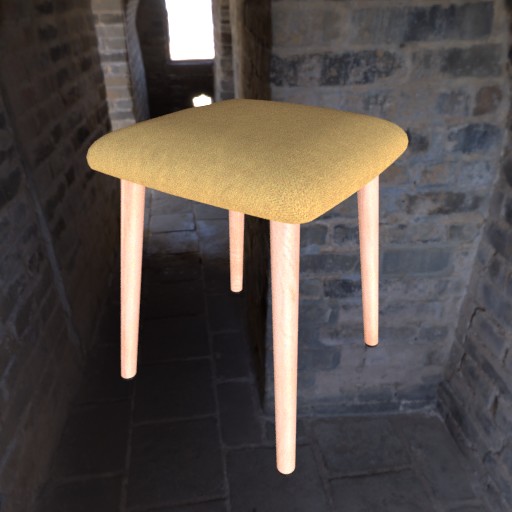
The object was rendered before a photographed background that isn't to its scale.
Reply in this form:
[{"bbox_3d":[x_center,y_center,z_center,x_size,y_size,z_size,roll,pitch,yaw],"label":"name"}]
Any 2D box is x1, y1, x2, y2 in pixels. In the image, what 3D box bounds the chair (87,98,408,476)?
[{"bbox_3d":[0.000,0.000,0.707,0.350,0.440,0.350,19,35,29],"label":"chair"}]
